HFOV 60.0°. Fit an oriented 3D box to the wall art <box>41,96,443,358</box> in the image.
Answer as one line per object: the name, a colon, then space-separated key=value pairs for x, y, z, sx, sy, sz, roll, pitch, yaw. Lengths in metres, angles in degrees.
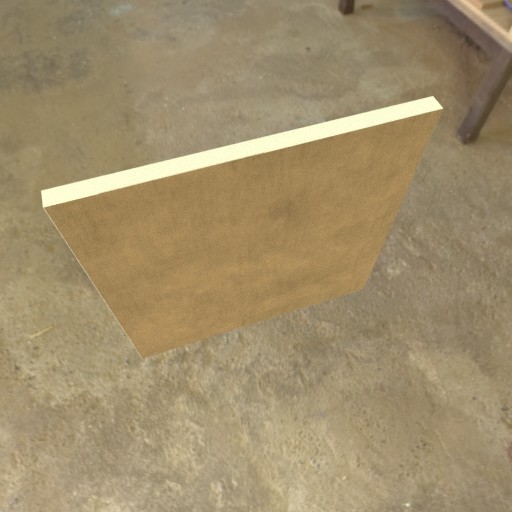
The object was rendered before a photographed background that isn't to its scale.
wall art: x=0.000 y=0.000 z=0.677 sx=0.455 sy=0.453 sz=0.023 roll=-16 pitch=59 yaw=-10
